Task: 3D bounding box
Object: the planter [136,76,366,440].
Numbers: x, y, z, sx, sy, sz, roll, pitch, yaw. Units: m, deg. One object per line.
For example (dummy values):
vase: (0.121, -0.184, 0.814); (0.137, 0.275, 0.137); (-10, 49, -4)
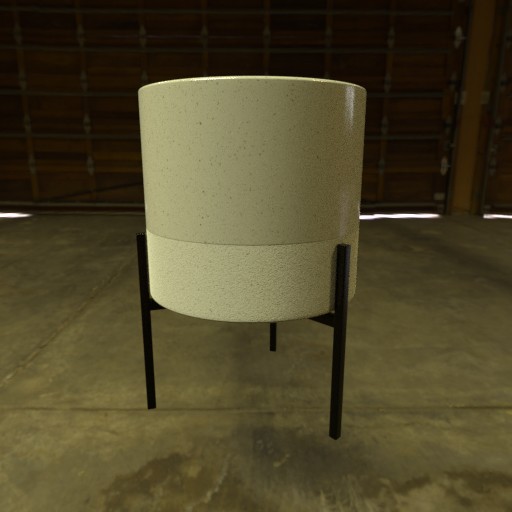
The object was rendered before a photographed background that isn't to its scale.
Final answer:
planter: (0.000, 0.000, 0.329); (0.159, 0.230, 0.152); (13, 19, 43)
